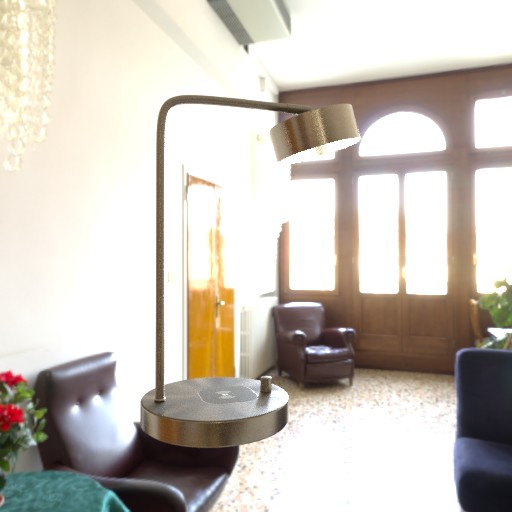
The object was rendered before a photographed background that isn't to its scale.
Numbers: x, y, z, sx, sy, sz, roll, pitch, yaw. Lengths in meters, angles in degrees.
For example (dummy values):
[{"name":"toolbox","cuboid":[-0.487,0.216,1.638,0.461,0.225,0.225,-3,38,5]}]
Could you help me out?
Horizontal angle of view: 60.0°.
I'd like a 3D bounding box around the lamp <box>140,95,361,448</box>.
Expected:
[{"name":"lamp","cuboid":[0.000,0.000,0.663,0.334,0.469,0.211,0,-1,-18]}]
